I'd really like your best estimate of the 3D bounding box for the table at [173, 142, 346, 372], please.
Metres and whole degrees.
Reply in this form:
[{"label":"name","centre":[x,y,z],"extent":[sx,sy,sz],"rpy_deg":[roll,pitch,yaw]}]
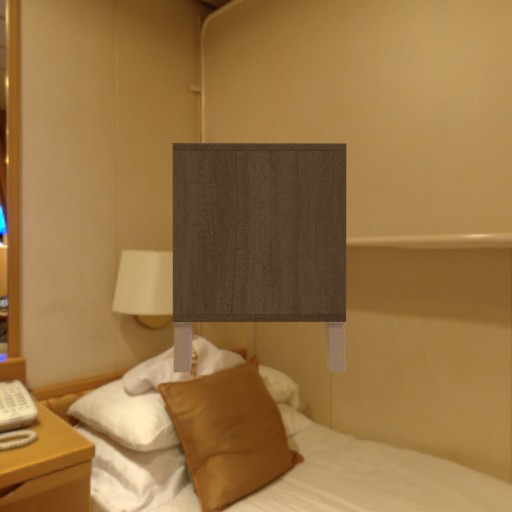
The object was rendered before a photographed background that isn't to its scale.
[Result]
[{"label":"table","centre":[0.000,0.000,1.770],"extent":[0.400,0.530,1.500],"rpy_deg":[0,0,-1]}]
